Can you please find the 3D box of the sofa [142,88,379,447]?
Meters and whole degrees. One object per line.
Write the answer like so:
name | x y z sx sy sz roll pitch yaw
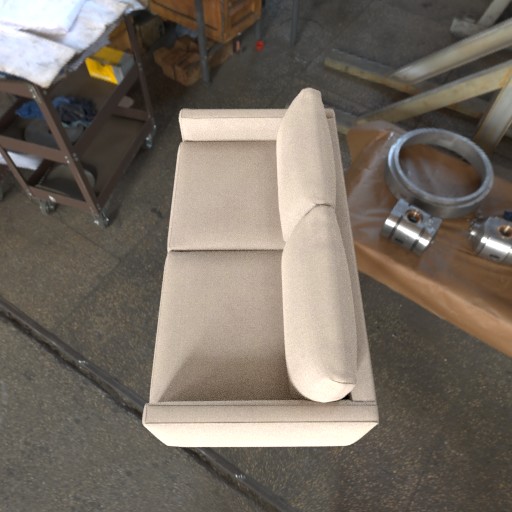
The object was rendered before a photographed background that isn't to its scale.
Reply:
sofa | 0.000 0.000 2.171 0.875 0.840 1.682 0 59 0
